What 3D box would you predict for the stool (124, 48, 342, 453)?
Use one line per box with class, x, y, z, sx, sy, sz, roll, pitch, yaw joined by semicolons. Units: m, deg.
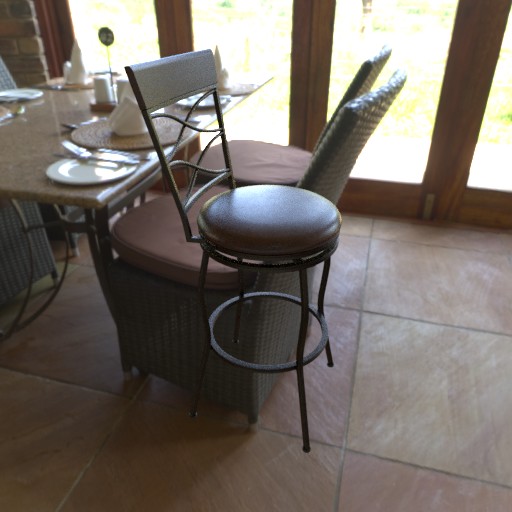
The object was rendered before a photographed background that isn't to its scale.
stool;0.000;0.000;1.385;0.513;1.130;0.448;10;31;17
